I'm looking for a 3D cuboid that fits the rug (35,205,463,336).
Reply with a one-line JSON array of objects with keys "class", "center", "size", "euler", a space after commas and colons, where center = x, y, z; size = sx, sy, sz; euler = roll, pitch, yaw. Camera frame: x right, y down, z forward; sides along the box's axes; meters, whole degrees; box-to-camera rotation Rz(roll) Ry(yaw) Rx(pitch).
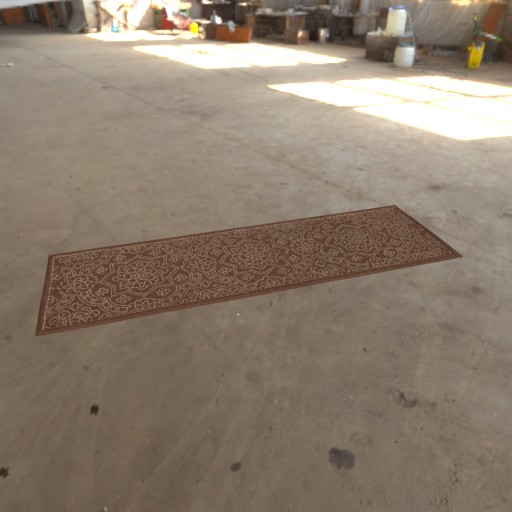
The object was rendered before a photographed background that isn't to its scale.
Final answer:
[{"class": "rug", "center": [0.000, 0.000, 2.734], "size": [2.448, 0.012, 0.769], "euler": [-9, 33, -14]}]
